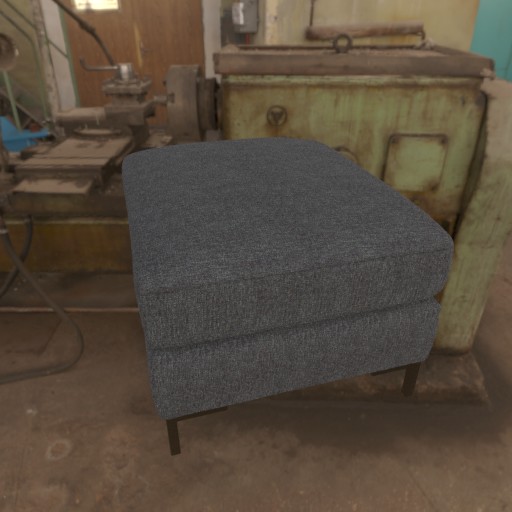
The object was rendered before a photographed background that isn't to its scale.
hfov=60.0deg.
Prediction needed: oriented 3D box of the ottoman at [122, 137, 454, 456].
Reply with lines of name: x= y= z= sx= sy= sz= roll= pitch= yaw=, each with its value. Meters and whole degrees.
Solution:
ottoman: x=0.000 y=0.000 z=1.308 sx=0.695 sy=0.533 sz=0.831 roll=-8 pitch=31 yaw=-14
